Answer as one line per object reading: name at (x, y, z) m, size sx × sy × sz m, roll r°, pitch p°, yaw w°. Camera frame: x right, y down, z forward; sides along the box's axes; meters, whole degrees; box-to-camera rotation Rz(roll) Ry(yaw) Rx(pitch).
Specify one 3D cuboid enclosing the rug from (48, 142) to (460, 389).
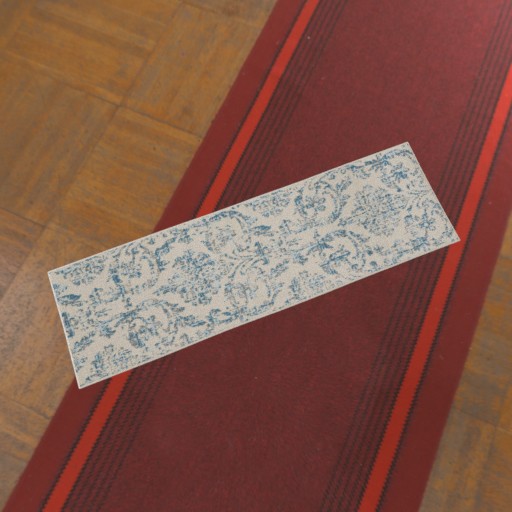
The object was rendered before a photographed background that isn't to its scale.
rug at (0.000, 0.000, 2.452) m, size 2.196 × 0.011 × 0.662 m, roll -21°, pitch 76°, yaw -6°
